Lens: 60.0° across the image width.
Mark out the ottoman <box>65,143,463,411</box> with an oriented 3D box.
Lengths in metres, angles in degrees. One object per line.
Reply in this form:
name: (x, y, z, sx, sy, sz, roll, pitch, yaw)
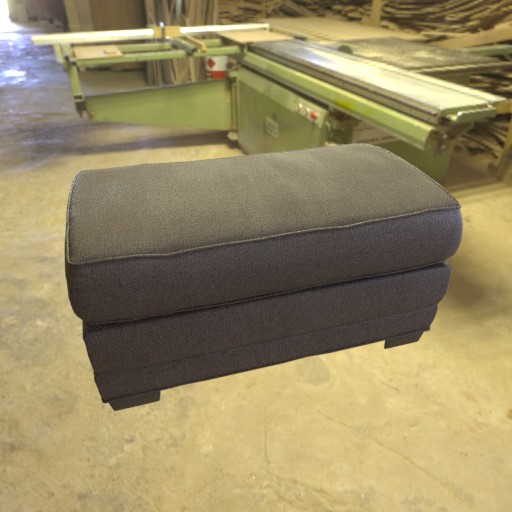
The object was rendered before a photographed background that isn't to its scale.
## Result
ottoman: (0.000, 0.000, 1.159, 0.864, 0.448, 0.490, -9, 34, -14)
